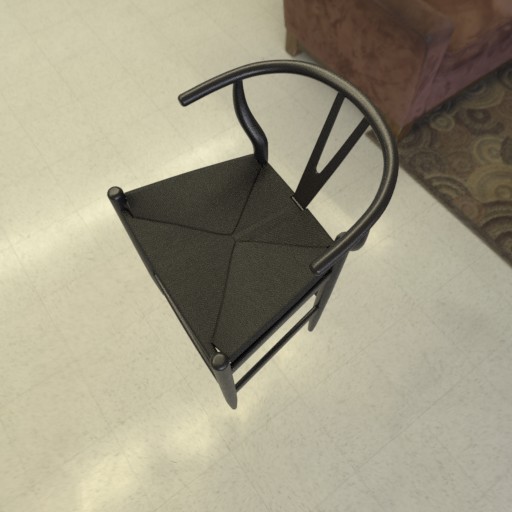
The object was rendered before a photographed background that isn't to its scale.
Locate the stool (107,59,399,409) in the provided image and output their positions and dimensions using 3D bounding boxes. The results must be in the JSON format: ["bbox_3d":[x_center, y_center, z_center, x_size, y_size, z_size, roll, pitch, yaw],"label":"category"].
[{"bbox_3d":[0.000,0.000,1.330,0.579,0.970,0.569,-31,68,-14],"label":"stool"}]
